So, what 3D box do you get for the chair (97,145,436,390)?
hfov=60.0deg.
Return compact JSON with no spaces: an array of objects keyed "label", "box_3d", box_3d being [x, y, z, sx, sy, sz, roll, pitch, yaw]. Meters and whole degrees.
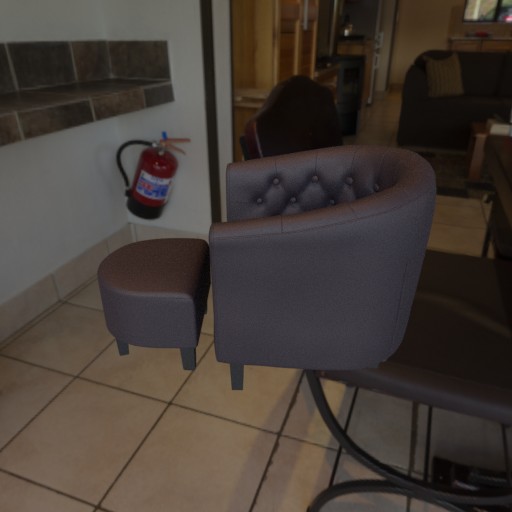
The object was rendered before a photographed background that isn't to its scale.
[{"label":"chair","box_3d":[0.000,0.000,1.665,1.191,0.760,0.763,0,27,1]}]
